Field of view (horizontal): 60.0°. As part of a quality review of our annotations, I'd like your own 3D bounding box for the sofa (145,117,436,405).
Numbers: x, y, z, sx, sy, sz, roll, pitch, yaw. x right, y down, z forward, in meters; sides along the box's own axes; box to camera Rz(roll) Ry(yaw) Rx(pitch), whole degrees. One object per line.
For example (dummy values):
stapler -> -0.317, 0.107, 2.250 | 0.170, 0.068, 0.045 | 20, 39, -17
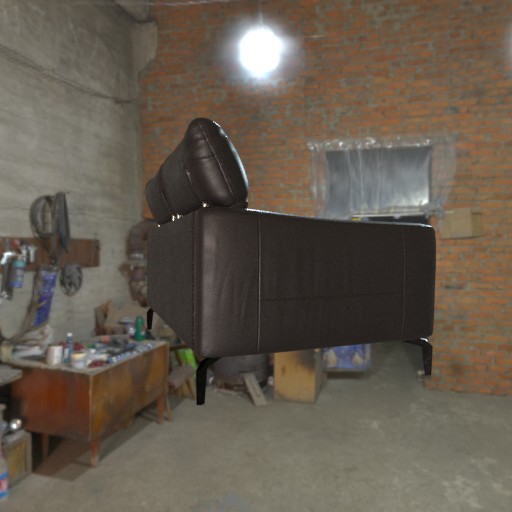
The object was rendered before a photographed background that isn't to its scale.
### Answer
sofa -> 0.000, 0.000, 2.219 | 0.958, 0.920, 1.596 | 0, 0, -20
